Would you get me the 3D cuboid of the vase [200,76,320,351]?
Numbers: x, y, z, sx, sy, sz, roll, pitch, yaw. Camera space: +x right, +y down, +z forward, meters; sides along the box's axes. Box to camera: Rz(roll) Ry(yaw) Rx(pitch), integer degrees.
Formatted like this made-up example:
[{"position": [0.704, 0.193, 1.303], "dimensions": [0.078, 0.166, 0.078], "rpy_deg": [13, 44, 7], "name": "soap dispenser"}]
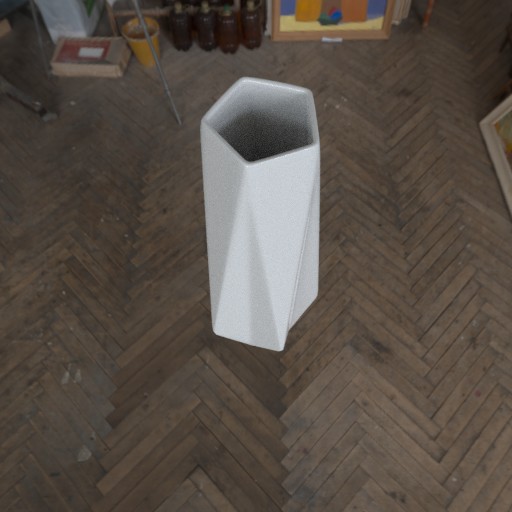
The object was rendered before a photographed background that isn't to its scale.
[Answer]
[{"position": [0.000, 0.000, 0.393], "dimensions": [0.116, 0.329, 0.122], "rpy_deg": [-36, 68, -16], "name": "vase"}]
